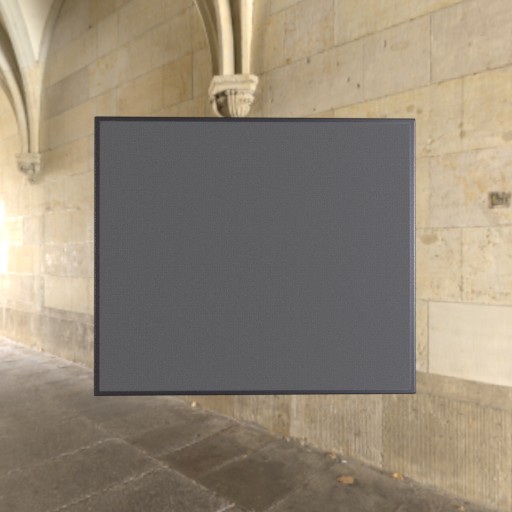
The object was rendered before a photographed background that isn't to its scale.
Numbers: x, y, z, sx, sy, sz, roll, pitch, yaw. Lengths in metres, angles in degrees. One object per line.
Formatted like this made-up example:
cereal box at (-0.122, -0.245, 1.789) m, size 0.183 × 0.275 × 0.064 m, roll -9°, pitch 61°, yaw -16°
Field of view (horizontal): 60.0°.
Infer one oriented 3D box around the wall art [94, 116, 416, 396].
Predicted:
wall art at (0.000, 0.000, 0.728) m, size 0.521 × 0.450 × 0.018 m, roll 0°, pitch 0°, yaw -1°
